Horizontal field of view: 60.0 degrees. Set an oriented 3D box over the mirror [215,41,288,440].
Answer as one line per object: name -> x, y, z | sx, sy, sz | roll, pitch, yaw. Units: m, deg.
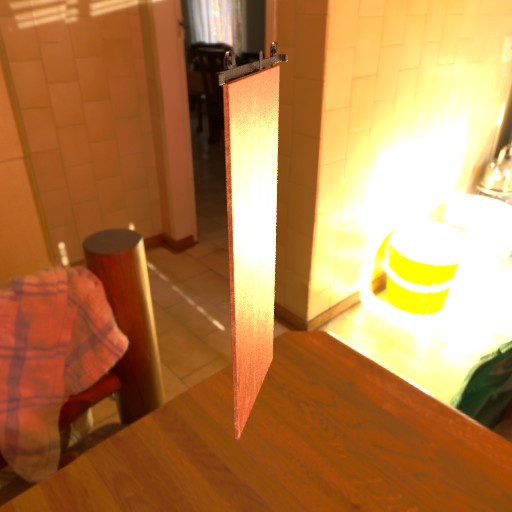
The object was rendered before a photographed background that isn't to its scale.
mirror -> 0.000, 0.000, 2.086 | 0.042, 1.793, 0.847 | 9, 30, 15
